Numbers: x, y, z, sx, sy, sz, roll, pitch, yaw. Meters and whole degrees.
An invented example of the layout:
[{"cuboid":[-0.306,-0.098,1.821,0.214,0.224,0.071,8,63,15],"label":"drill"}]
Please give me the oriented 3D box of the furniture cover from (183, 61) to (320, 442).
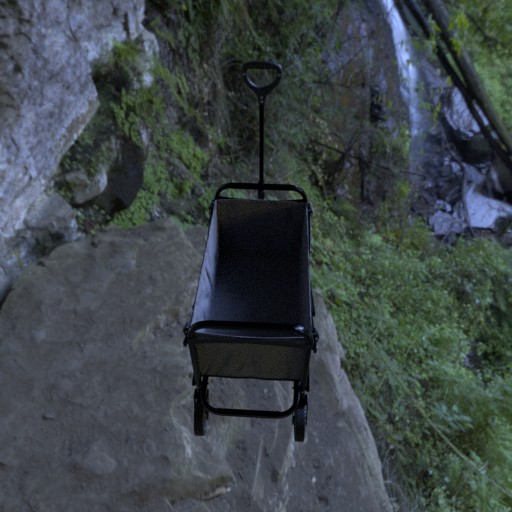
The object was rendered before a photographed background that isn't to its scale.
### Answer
[{"cuboid":[0.000,0.000,1.834,0.532,1.295,1.038,2,45,2],"label":"furniture cover"}]
